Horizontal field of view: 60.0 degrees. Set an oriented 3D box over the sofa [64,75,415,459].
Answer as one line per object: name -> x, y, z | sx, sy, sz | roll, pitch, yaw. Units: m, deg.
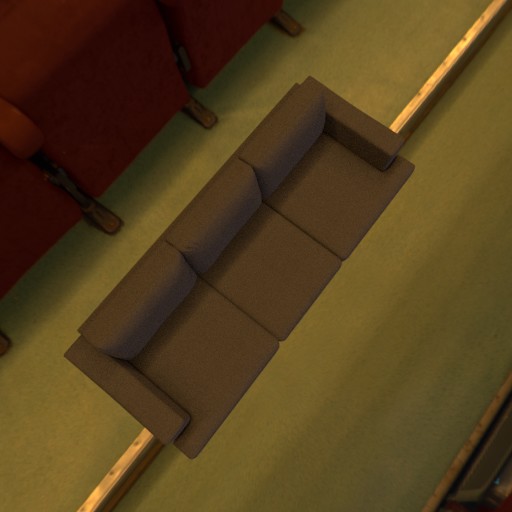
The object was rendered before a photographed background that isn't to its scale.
sofa -> 0.000, 0.000, 2.767 | 0.920, 0.810, 2.310 | 37, 78, 9
